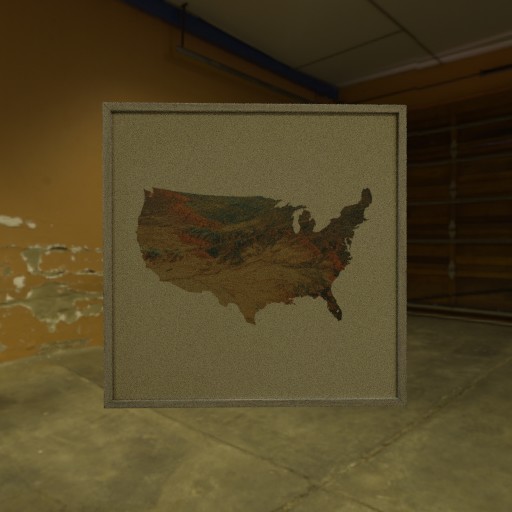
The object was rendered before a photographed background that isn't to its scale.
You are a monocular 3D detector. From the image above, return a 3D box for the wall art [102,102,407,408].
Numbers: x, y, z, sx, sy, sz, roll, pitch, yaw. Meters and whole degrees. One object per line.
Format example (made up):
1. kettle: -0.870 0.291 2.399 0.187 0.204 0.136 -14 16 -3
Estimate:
1. wall art: 0.000 0.000 0.748 0.508 0.507 0.016 0 1 -1
